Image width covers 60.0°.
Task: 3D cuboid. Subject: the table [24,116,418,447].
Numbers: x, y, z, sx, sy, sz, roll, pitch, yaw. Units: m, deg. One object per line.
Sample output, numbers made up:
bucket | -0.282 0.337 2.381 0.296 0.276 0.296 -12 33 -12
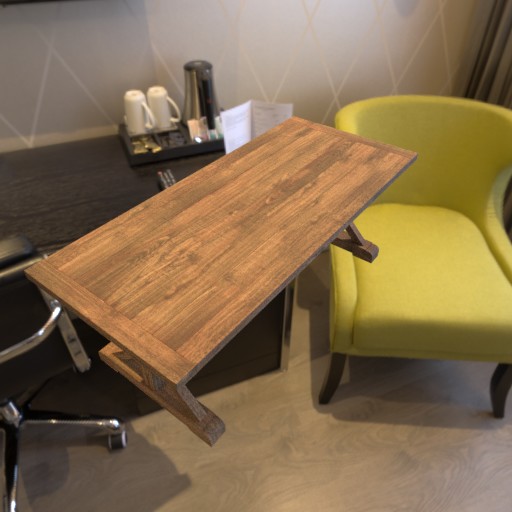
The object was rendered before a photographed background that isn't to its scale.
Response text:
table | 0.000 0.000 2.507 0.907 0.733 2.031 26 47 28
